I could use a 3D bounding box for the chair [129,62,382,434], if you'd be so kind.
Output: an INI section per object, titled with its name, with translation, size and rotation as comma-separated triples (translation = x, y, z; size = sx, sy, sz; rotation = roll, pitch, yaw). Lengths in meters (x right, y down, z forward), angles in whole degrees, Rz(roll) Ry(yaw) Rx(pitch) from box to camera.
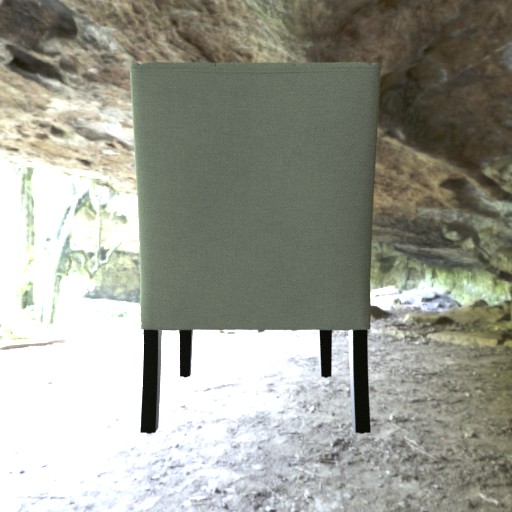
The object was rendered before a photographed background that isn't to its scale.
[chair]
translation = 0.000, 0.000, 1.282
size = 0.569, 0.853, 0.676
rotation = 0, -1, 0
